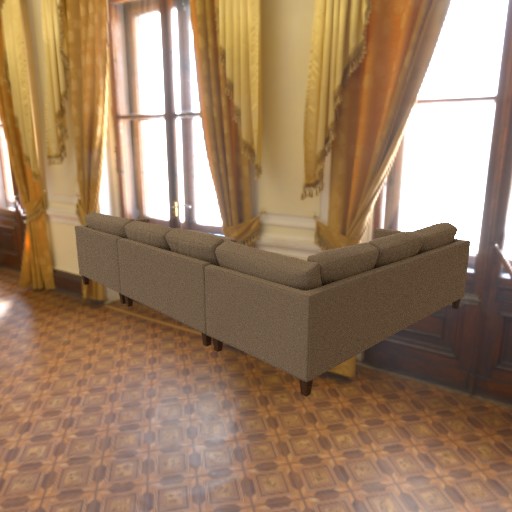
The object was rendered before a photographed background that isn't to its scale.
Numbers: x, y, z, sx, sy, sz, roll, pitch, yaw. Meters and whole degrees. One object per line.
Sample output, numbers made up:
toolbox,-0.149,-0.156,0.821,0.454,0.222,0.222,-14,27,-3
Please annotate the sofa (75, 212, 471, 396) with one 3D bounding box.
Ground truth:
sofa,0.000,0.000,4.681,2.424,0.865,3.438,-13,18,-42
